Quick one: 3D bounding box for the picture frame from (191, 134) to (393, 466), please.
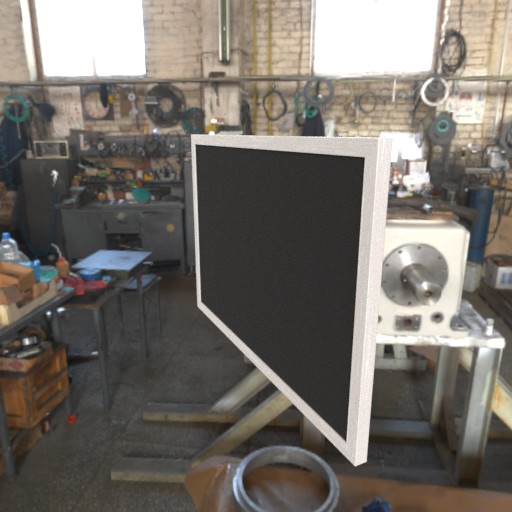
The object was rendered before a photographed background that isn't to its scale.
[{"bbox_3d":[0.000,0.000,1.222,0.029,0.640,0.950,-8,17,-26],"label":"picture frame"}]
